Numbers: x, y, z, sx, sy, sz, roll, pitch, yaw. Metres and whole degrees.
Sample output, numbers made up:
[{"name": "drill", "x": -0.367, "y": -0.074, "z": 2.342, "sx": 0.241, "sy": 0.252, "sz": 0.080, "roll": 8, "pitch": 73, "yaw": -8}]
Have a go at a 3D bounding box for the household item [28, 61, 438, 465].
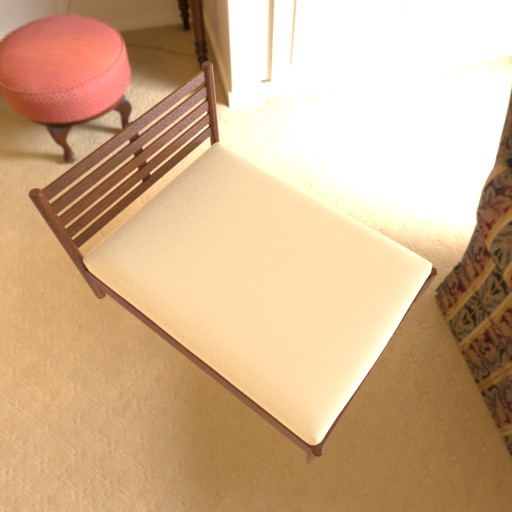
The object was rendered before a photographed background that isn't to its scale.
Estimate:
[{"name": "household item", "x": 0.000, "y": 0.000, "z": 3.226, "sx": 2.232, "sy": 1.356, "sz": 1.663, "roll": 33, "pitch": 64, "yaw": 19}]
